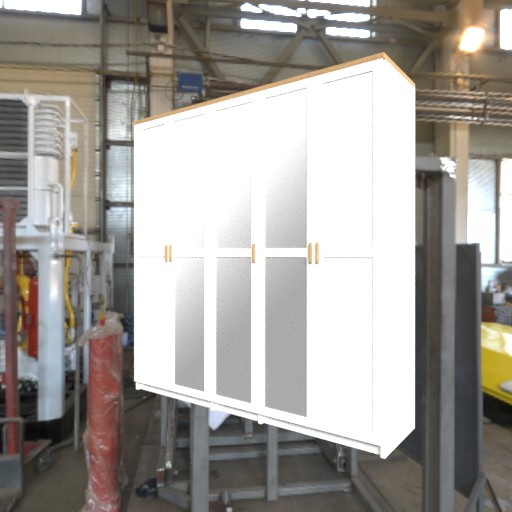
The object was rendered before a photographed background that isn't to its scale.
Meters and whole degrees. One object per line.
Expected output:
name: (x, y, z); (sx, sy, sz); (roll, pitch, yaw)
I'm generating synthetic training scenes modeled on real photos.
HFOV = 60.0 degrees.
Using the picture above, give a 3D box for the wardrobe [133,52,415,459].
wardrobe: (0.000, 0.000, 3.315); (2.160, 2.260, 0.590); (0, 0, 36)
